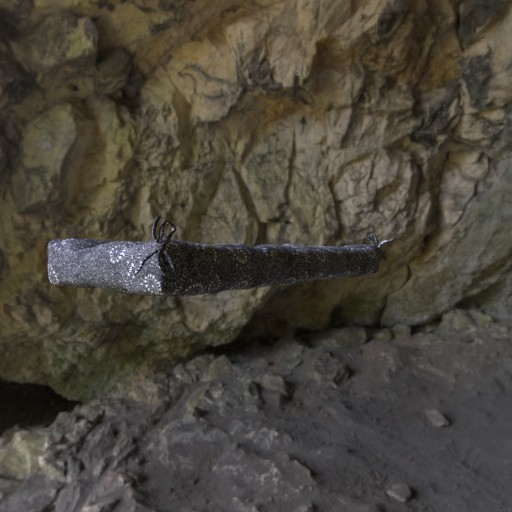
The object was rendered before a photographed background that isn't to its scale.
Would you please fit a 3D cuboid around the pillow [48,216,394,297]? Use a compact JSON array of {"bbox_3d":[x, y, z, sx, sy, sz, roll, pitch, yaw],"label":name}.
[{"bbox_3d":[0.000,0.000,1.406,0.511,0.174,1.194,1,1,37],"label":"pillow"}]
